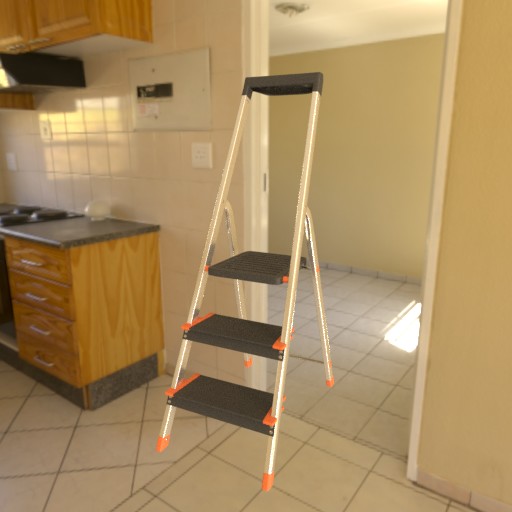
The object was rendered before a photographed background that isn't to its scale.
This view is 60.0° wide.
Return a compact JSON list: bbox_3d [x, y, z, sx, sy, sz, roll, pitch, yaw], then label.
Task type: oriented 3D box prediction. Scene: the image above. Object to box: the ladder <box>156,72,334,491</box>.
[{"bbox_3d":[0.000,0.000,1.539,0.416,1.229,0.686,7,16,25],"label":"ladder"}]
